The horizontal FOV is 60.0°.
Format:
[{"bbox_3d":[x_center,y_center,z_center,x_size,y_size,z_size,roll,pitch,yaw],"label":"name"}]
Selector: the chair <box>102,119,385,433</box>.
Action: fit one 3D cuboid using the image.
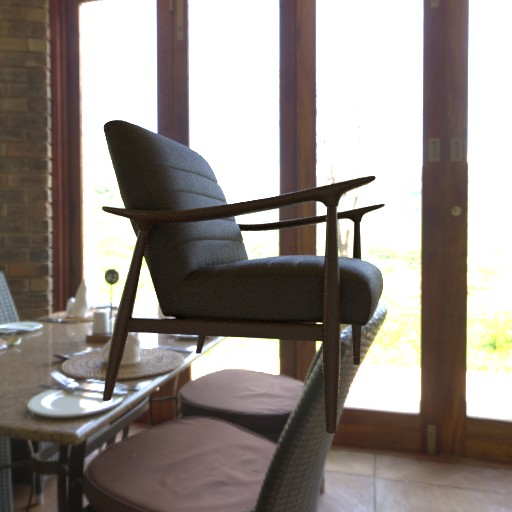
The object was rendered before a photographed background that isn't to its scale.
[{"bbox_3d":[0.000,0.000,1.460,0.798,0.831,0.741,0,1,18],"label":"chair"}]
